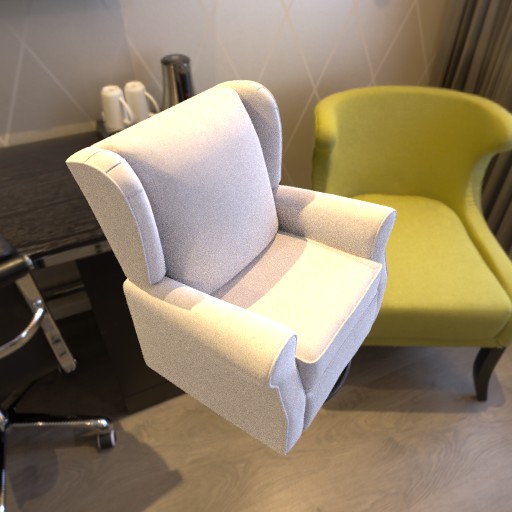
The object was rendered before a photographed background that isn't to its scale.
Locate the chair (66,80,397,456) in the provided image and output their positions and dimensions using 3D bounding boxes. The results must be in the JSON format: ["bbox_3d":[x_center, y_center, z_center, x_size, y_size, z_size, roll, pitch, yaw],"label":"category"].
[{"bbox_3d":[0.000,0.000,1.658,0.854,0.967,0.906,25,47,26],"label":"chair"}]
